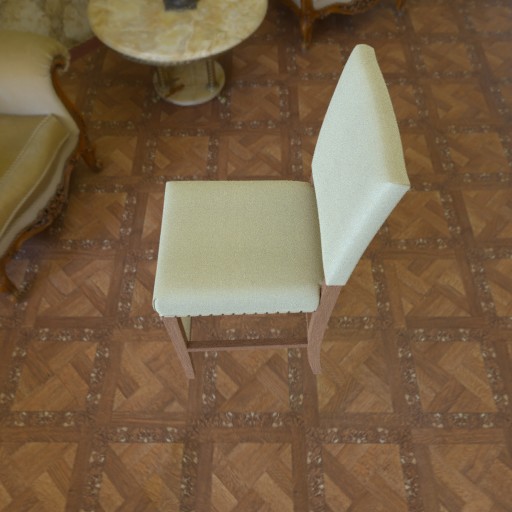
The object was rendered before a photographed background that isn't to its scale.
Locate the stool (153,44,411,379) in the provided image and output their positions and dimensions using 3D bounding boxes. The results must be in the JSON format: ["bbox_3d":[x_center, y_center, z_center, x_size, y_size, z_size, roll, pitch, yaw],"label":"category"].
[{"bbox_3d":[0.000,0.000,1.413,0.584,1.168,0.445,-1,58,-1],"label":"stool"}]
